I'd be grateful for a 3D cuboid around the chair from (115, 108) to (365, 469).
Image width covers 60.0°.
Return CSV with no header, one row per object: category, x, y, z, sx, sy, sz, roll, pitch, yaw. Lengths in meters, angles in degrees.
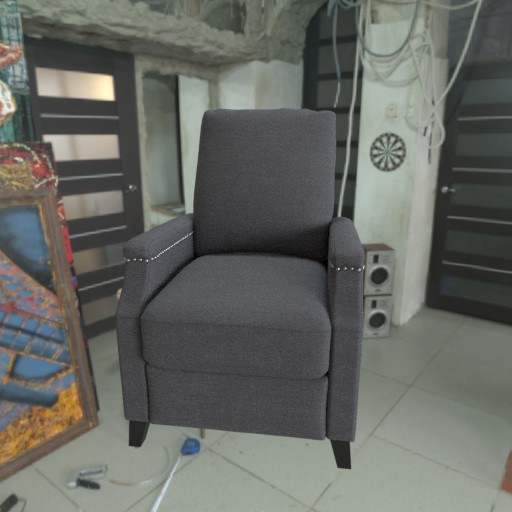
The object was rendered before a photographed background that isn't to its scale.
chair,0.000,0.000,1.605,0.710,1.049,0.922,2,15,8
